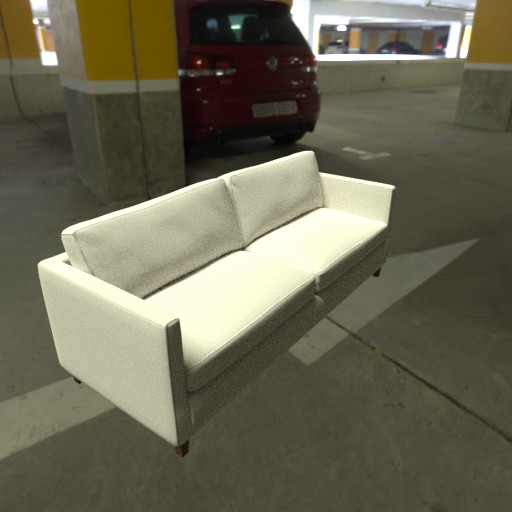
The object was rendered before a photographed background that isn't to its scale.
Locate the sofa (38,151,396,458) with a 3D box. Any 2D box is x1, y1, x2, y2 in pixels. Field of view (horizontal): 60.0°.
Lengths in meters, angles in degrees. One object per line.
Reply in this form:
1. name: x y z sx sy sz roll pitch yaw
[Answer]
1. sofa: 0.000 0.000 2.859 0.951 0.962 2.361 18 31 33
